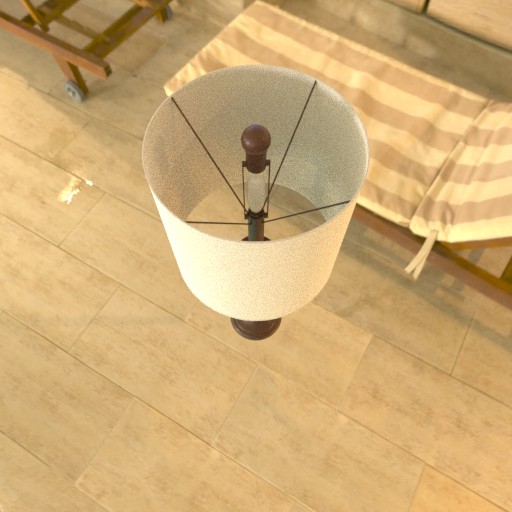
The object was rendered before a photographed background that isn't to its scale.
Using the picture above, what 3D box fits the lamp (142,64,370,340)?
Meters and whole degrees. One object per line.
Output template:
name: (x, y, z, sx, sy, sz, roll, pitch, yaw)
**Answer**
lamp: (0.000, 0.000, 0.736, 0.250, 0.597, 0.250, 33, 68, 15)
